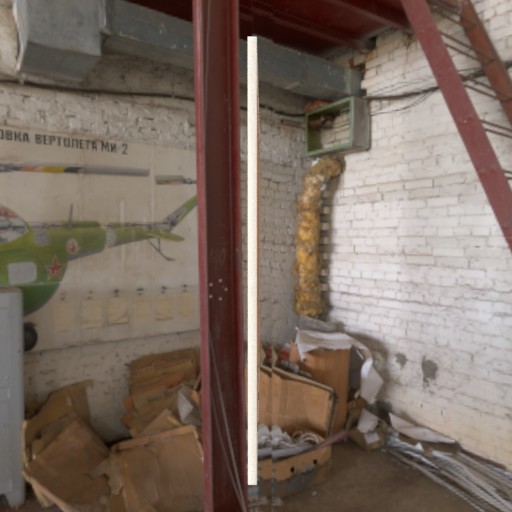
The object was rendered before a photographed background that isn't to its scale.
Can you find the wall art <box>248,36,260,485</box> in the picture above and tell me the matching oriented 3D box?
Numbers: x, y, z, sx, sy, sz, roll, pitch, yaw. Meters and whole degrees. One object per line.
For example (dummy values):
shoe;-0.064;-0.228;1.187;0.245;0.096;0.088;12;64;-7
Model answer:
wall art;0.000;0.000;0.867;0.013;0.584;0.584;0;2;1
